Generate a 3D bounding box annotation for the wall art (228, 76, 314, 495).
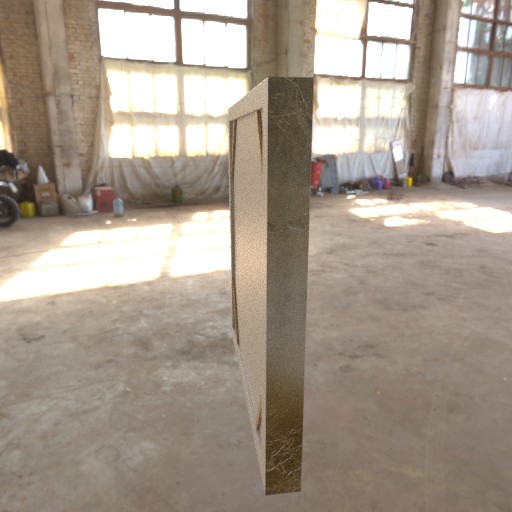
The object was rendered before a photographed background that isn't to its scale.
[{"bbox_3d":[0.000,0.000,0.605,0.038,0.407,0.405,-2,15,-8],"label":"wall art"}]
